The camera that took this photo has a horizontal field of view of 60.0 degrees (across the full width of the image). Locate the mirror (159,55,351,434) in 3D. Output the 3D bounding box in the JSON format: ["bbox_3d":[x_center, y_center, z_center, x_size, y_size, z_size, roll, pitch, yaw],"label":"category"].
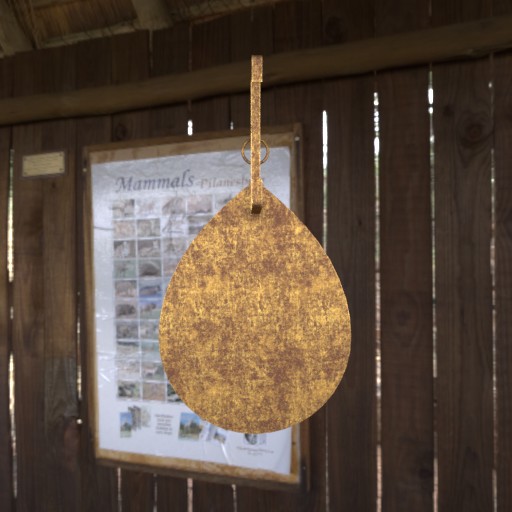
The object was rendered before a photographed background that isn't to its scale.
[{"bbox_3d":[0.000,0.000,0.883,0.405,0.744,0.144,0,-1,-1],"label":"mirror"}]
